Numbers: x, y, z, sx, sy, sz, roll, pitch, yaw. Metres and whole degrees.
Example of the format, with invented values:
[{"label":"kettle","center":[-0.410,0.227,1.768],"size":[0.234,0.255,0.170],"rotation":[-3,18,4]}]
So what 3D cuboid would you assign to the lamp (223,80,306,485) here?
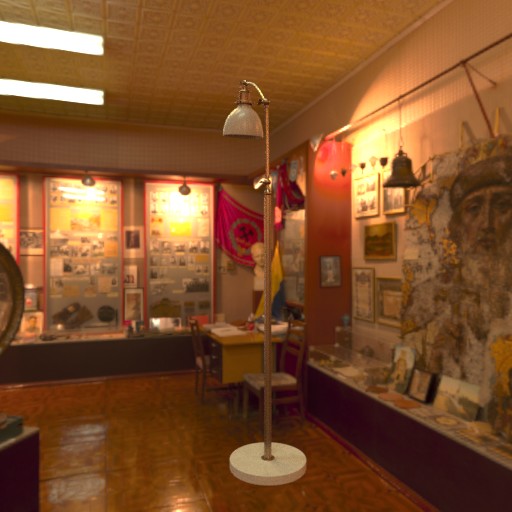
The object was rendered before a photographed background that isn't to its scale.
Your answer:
[{"label":"lamp","center":[0.000,0.000,1.825],"size":[0.288,1.586,0.599],"rotation":[0,-1,-17]}]
